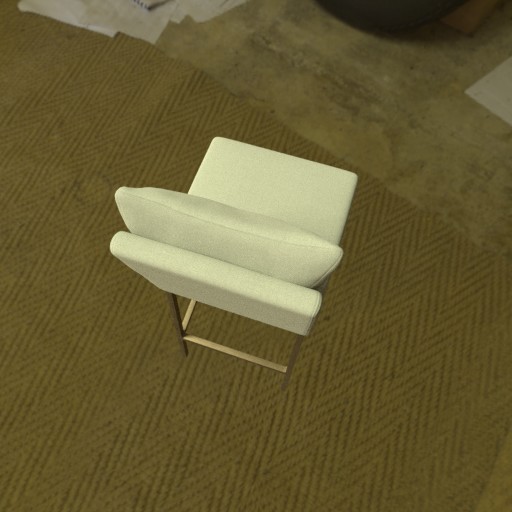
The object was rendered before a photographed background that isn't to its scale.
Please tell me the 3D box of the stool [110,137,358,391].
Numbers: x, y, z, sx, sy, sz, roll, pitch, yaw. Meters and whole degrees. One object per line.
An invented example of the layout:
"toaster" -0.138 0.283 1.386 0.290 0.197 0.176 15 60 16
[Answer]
"stool" 0.000 0.000 1.345 0.463 1.032 0.572 16 65 8
